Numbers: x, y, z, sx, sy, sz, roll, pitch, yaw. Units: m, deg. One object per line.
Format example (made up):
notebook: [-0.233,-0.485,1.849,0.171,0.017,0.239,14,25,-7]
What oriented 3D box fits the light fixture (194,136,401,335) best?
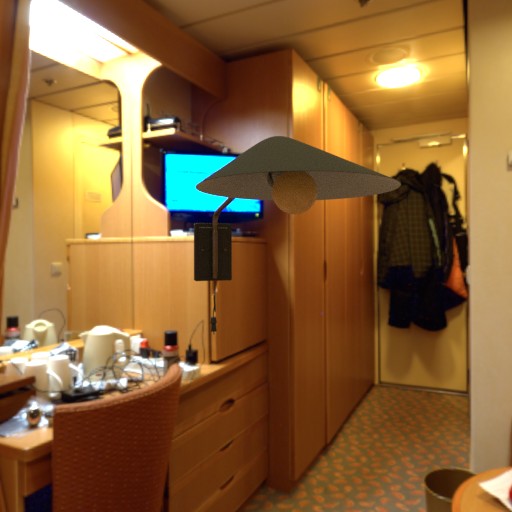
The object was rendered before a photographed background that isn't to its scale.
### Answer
light fixture: [0.000,0.000,0.662,0.240,0.312,0.516,0,1,-20]
